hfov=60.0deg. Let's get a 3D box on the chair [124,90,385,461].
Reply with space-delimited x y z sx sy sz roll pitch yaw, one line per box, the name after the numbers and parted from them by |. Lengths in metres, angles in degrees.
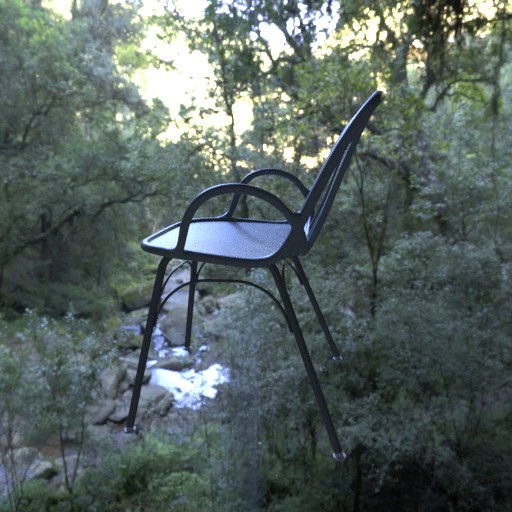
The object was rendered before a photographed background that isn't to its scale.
0.000 0.000 1.190 0.597 0.816 0.549 2 15 9 | chair
